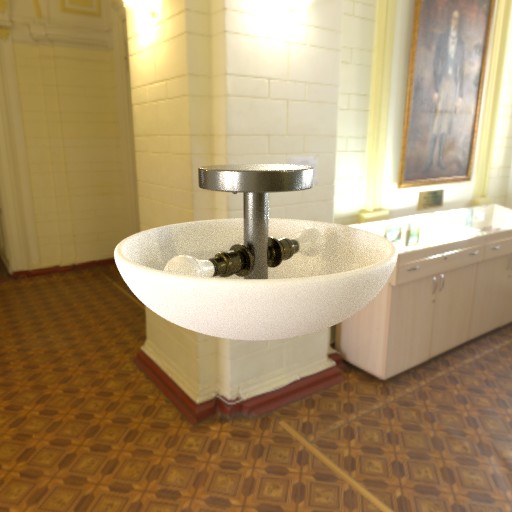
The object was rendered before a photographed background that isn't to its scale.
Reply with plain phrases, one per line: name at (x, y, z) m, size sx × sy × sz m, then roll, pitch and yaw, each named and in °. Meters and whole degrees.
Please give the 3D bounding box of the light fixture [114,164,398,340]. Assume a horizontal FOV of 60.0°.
light fixture at (0.000, 0.000, 0.543) m, size 0.330 × 0.214 × 0.330 m, roll 0°, pitch 14°, yaw 0°
